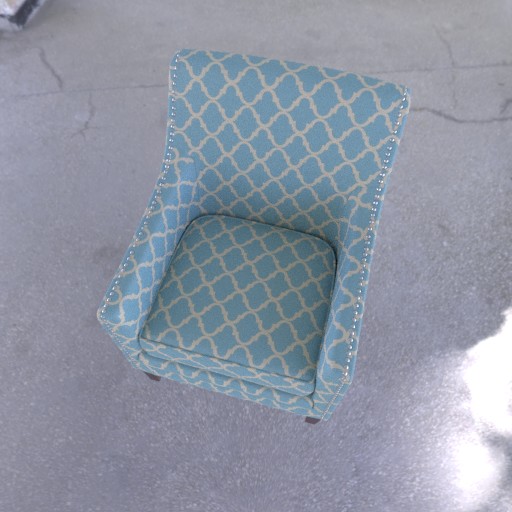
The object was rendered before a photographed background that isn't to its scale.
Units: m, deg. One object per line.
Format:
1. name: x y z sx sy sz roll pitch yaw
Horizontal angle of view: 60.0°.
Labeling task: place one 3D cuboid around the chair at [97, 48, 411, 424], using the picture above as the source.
1. chair: 0.000 0.000 1.280 0.617 0.817 0.686 13 59 8
